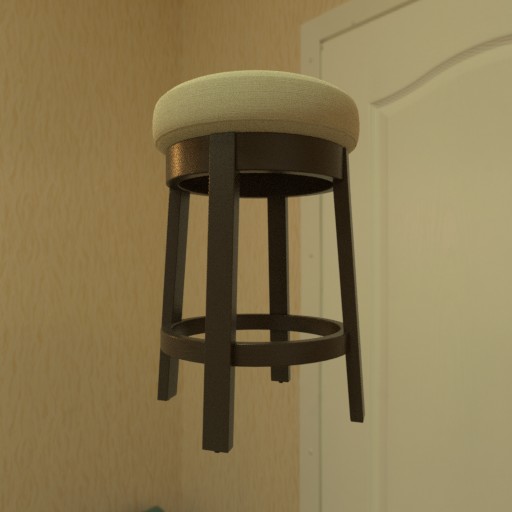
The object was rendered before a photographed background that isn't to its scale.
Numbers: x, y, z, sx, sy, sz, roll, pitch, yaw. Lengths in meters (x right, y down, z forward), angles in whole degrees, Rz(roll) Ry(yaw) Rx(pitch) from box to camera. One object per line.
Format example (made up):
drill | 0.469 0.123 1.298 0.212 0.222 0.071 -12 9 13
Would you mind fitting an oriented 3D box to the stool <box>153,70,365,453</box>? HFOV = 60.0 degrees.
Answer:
stool | 0.000 0.000 0.944 0.449 0.655 0.449 0 0 0
